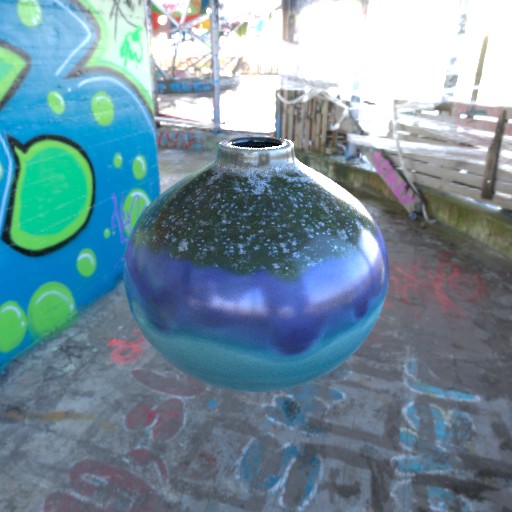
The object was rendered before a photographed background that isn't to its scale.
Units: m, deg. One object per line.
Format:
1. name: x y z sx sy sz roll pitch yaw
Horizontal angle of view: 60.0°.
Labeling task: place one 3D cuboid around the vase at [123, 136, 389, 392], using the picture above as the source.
1. vase: 0.000 0.000 0.264 0.154 0.133 0.154 0 25 0
